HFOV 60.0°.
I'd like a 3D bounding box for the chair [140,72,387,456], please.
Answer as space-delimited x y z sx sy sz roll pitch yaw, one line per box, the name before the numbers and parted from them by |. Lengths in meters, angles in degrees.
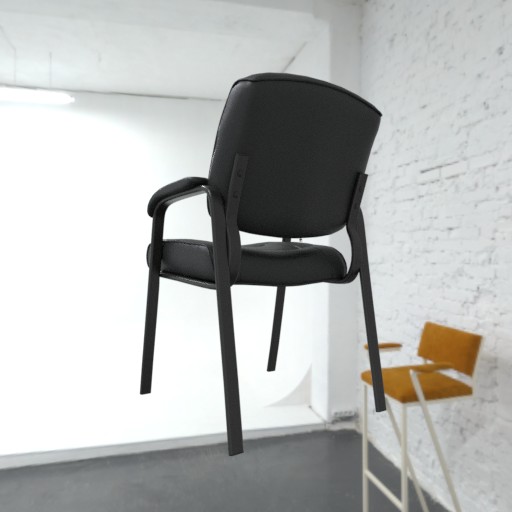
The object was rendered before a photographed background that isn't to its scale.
chair | 0.000 0.000 1.392 0.591 0.910 0.668 0 0 -35
